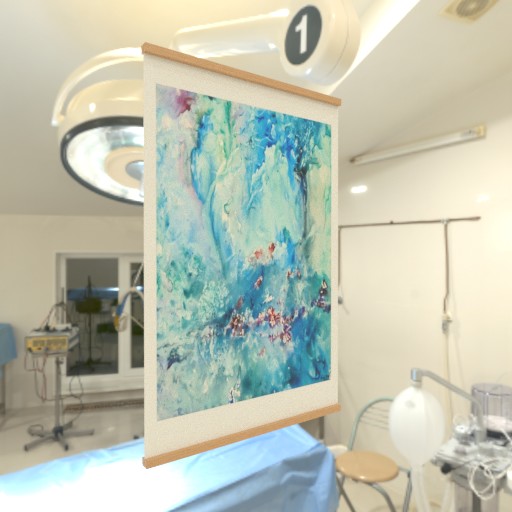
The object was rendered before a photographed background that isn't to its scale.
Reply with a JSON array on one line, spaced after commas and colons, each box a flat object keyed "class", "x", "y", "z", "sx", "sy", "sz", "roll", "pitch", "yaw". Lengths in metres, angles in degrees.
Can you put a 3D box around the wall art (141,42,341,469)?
[{"class": "wall art", "x": 0.000, "y": 0.000, "z": 0.633, "sx": 0.335, "sy": 0.510, "sz": 0.013, "roll": 0, "pitch": 1, "yaw": -36}]
